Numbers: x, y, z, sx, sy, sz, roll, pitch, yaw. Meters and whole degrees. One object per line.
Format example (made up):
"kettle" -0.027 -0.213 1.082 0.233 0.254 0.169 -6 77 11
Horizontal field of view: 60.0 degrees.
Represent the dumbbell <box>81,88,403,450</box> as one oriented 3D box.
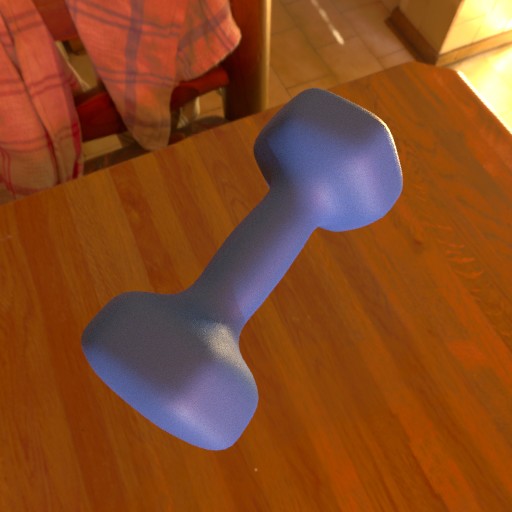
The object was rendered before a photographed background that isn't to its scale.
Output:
"dumbbell" 0.000 0.000 0.263 0.103 0.093 0.212 33 69 15
